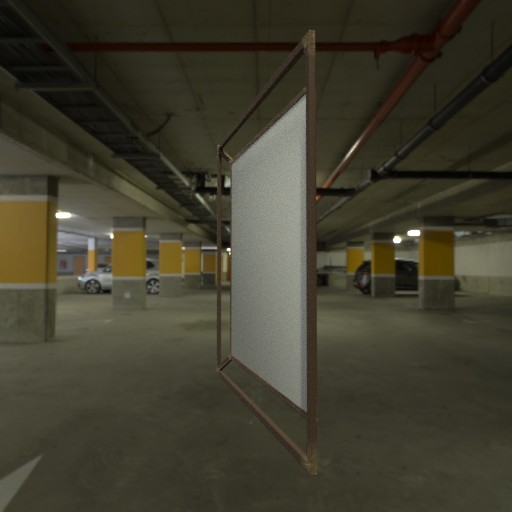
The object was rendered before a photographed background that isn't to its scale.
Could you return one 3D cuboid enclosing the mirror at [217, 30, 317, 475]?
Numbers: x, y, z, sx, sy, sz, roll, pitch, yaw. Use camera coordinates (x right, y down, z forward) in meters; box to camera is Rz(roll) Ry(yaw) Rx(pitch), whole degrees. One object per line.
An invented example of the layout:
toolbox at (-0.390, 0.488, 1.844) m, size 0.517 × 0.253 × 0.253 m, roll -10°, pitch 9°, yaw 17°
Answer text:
mirror at (0.000, 0.000, 0.902) m, size 0.032 × 0.610 × 0.610 m, roll 1°, pitch -2°, yaw -17°
